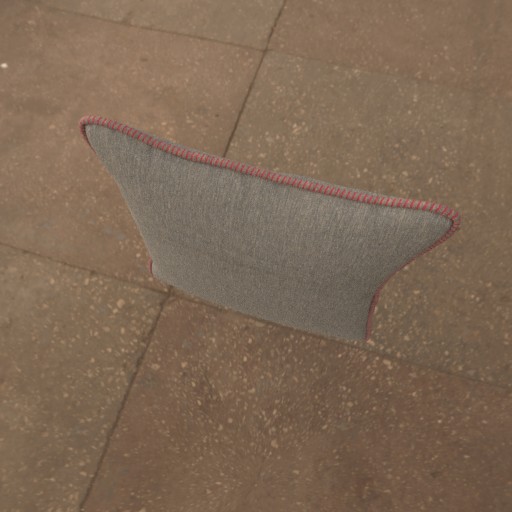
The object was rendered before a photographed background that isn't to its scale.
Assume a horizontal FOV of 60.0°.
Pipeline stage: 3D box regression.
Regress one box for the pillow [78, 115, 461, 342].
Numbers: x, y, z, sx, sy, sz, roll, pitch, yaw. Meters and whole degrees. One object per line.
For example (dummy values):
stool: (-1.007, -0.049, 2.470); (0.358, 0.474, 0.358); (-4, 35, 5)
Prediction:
pillow: (0.000, 0.000, 0.730); (0.482, 0.491, 0.124); (16, 64, 8)
